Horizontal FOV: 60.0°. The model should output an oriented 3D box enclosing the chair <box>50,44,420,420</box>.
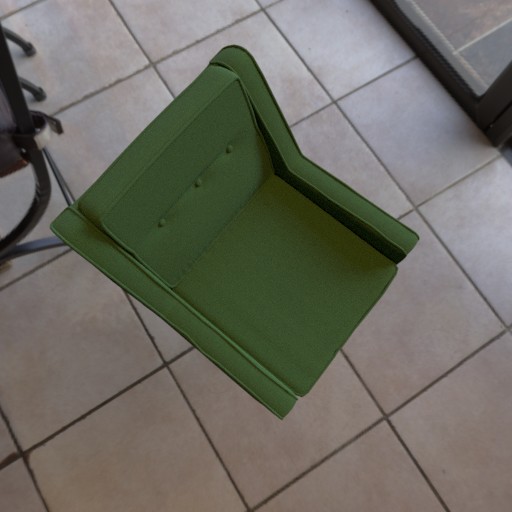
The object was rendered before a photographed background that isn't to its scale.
[{"bbox_3d":[0.000,0.000,1.349,0.743,0.792,0.663,38,79,9],"label":"chair"}]
